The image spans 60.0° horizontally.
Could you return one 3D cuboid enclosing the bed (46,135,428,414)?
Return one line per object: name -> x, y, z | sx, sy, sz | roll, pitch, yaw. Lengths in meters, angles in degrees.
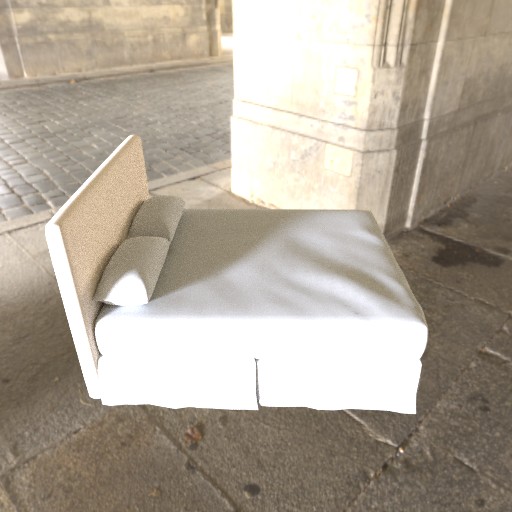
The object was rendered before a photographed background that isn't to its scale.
bed -> 0.000, 0.000, 3.244 | 2.142, 1.330, 1.748 | 0, 31, 1
